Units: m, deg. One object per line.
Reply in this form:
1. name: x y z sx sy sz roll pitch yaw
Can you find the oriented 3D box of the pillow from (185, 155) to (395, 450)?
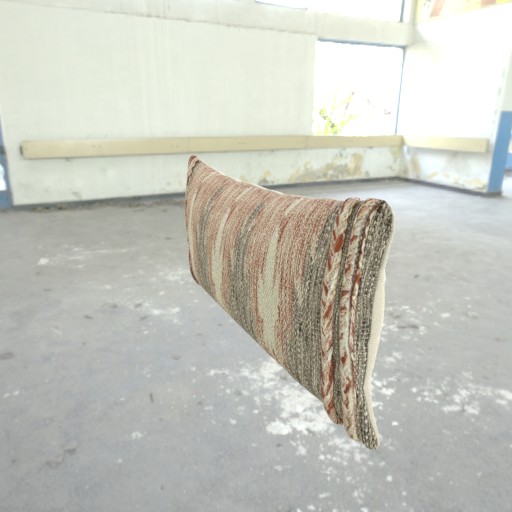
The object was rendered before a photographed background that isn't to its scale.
1. pillow: 0.000 0.000 0.722 0.139 0.282 0.635 -8 19 -24
